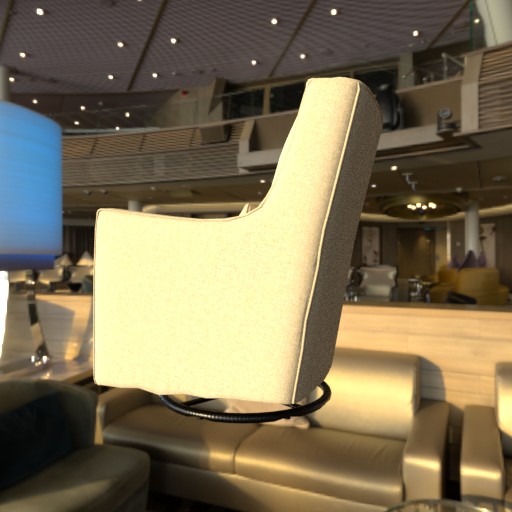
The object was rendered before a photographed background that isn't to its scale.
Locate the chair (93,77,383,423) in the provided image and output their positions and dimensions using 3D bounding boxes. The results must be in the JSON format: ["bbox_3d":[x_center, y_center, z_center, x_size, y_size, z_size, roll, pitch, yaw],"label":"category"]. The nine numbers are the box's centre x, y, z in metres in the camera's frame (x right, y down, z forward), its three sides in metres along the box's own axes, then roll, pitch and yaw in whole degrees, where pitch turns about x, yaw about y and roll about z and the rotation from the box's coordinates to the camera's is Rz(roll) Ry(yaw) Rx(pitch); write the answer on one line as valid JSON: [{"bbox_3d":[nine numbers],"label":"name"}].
[{"bbox_3d":[0.000,0.000,1.595,0.879,0.993,0.732,0,0,18],"label":"chair"}]
